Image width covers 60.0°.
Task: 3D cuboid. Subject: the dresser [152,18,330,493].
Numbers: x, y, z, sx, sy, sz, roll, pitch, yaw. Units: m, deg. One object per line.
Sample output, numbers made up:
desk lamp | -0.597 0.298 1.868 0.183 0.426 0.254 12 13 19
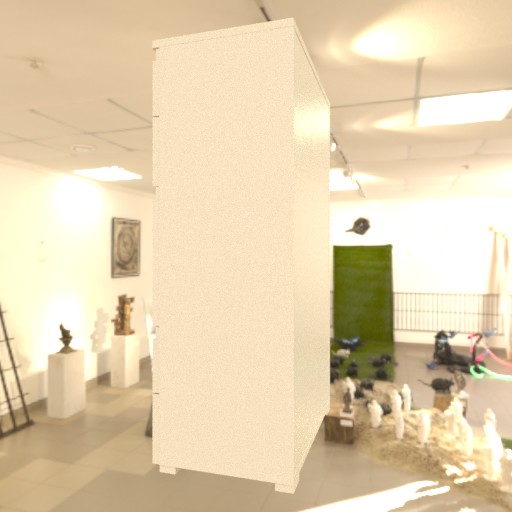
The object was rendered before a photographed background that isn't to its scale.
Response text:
dresser | 0.000 0.000 1.476 0.400 1.190 0.650 0 0 17
